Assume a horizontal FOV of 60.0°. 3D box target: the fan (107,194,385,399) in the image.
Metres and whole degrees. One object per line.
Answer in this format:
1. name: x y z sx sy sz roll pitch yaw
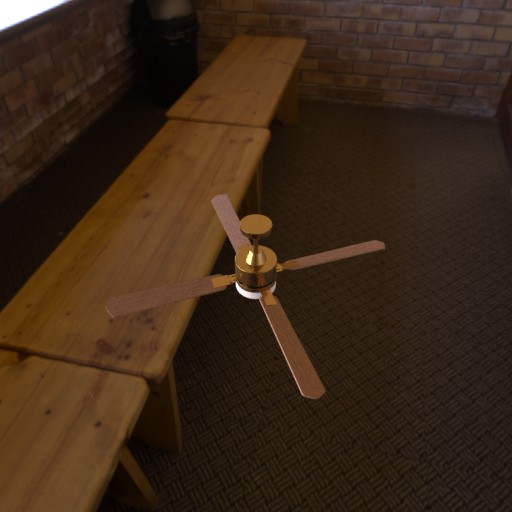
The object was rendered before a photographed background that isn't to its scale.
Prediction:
1. fan: 0.000 0.000 1.943 1.320 0.355 1.320 -13 43 -14
